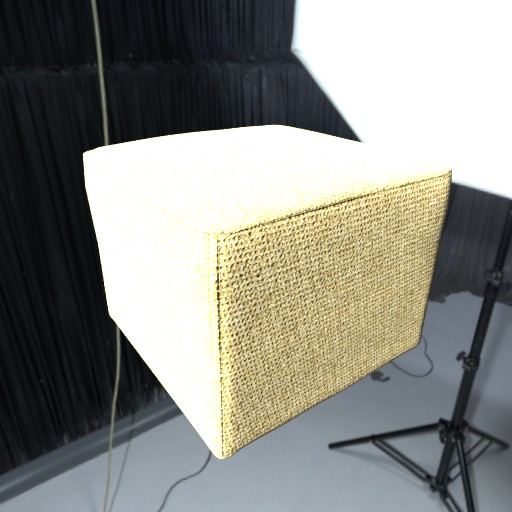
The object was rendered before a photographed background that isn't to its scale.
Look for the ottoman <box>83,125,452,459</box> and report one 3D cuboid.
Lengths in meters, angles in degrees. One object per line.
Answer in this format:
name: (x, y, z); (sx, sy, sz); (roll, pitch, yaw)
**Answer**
ottoman: (0.000, 0.000, 0.901); (0.505, 0.441, 0.512); (-18, 31, -31)
